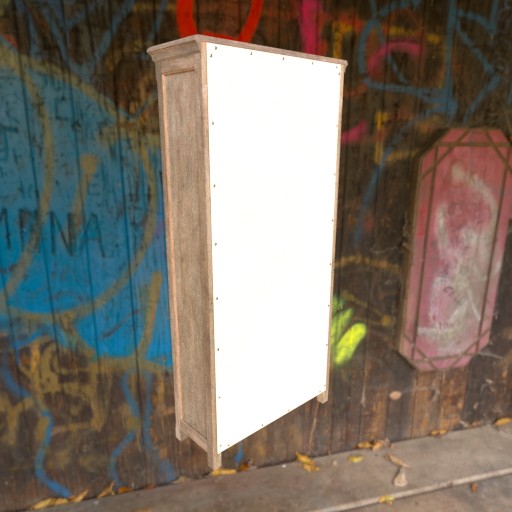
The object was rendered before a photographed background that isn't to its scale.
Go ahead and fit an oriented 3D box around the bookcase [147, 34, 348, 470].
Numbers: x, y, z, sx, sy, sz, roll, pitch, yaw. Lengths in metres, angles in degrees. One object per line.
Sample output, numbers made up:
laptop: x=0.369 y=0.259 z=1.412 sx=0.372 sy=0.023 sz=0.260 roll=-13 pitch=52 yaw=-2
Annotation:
bookcase: x=0.000 y=0.000 z=2.244 sx=0.906 sy=1.880 sz=0.348 roll=-14 pitch=20 yaw=-41
